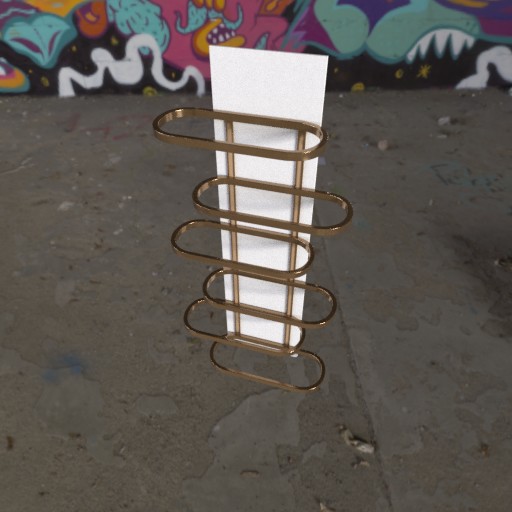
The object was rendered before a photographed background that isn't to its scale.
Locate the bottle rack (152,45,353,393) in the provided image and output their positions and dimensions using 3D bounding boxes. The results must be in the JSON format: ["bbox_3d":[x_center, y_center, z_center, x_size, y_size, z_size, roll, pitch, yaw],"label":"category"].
[{"bbox_3d":[0.000,0.000,0.846,0.332,0.709,0.118,11,42,13],"label":"bottle rack"}]
